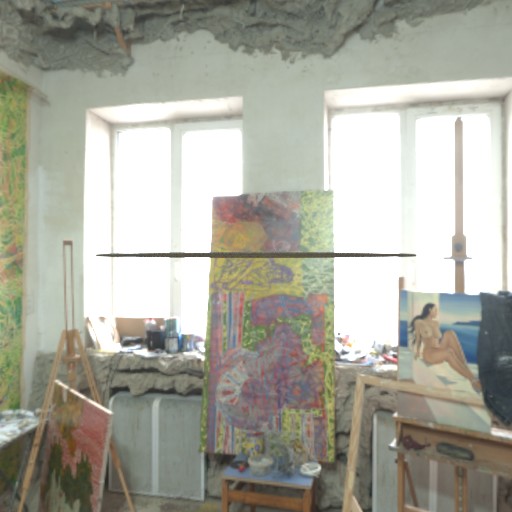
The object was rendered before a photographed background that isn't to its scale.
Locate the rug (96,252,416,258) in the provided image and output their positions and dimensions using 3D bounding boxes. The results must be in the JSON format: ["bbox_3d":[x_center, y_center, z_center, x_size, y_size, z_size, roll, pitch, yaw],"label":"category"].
[{"bbox_3d":[0.000,0.000,3.500,2.382,0.014,2.382,0,-1,0],"label":"rug"}]
